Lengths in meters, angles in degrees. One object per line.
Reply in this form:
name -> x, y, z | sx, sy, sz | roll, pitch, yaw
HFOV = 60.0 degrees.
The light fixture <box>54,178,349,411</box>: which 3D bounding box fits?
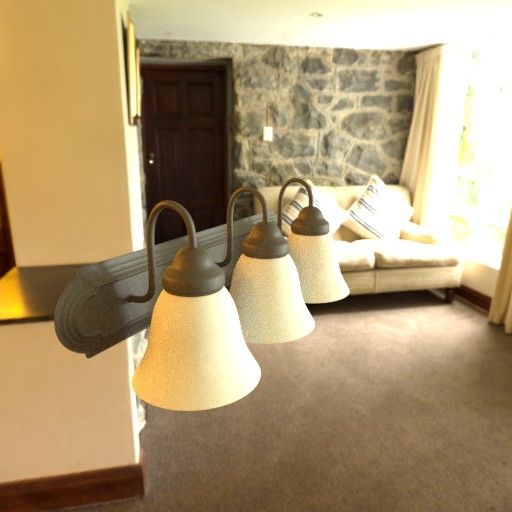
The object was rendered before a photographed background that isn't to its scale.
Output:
light fixture -> 0.000, 0.000, 0.718 | 0.199, 0.222, 0.610 | 8, 16, 27
